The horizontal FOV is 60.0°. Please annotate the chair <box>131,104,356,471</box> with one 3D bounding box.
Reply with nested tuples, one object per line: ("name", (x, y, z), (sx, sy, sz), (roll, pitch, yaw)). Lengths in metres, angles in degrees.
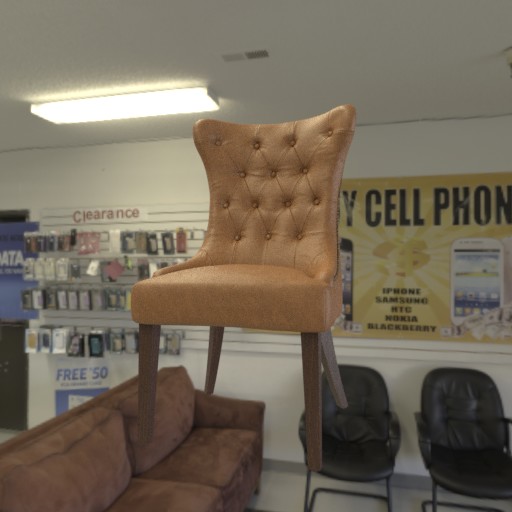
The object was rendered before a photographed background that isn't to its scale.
("chair", (0.000, 0.000, 1.439), (0.611, 1.065, 0.669), (0, 0, 17))
